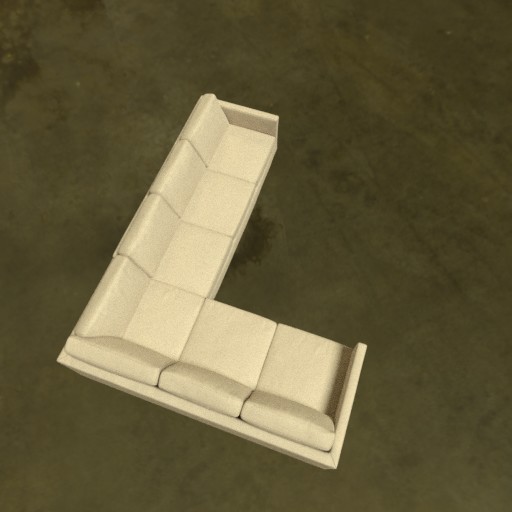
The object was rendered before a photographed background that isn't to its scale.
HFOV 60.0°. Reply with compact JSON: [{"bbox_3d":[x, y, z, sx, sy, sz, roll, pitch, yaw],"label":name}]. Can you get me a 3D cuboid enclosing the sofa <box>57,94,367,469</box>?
[{"bbox_3d":[0.000,0.000,4.370,2.432,0.863,3.182,18,65,8],"label":"sofa"}]
